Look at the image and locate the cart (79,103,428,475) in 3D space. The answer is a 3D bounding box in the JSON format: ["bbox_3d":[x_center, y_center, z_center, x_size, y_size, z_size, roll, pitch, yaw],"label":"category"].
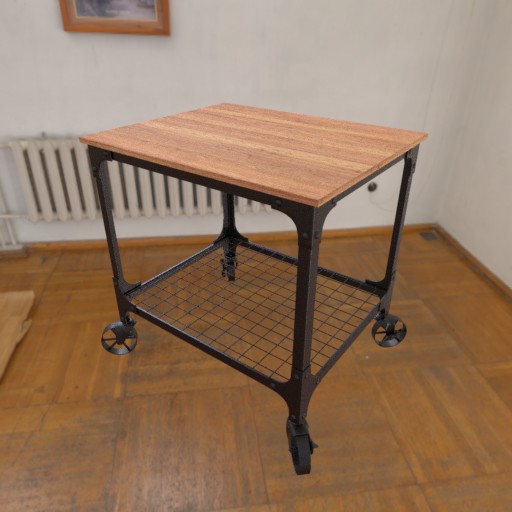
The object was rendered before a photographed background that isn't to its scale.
[{"bbox_3d":[0.000,0.000,1.110,0.666,0.603,0.558,20,35,32],"label":"cart"}]
